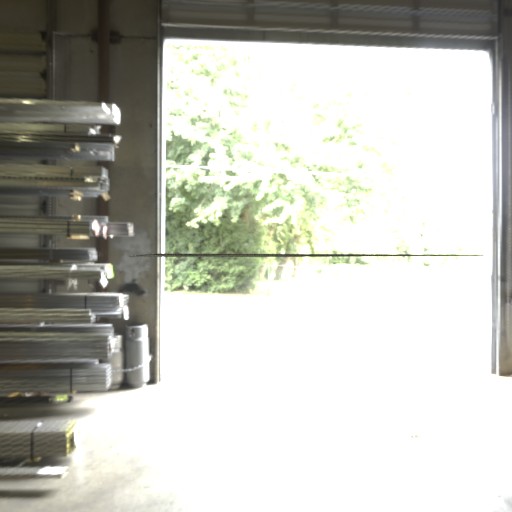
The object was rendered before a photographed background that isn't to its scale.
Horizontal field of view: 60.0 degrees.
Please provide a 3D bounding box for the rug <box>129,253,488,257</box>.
[{"bbox_3d":[0.000,0.000,2.349,1.234,0.006,1.854,0,0,-18],"label":"rug"}]
